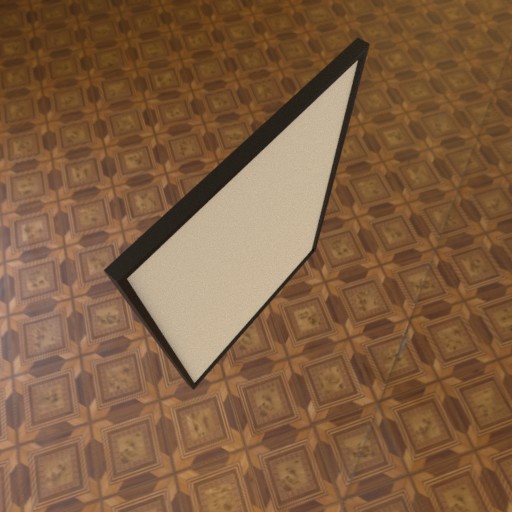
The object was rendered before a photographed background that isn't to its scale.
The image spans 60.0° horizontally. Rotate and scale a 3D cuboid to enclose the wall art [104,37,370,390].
[{"bbox_3d":[0.000,0.000,1.398,0.036,1.070,0.802,37,69,17],"label":"wall art"}]
